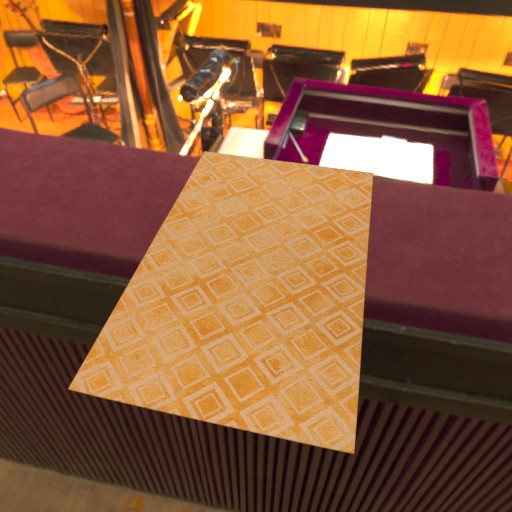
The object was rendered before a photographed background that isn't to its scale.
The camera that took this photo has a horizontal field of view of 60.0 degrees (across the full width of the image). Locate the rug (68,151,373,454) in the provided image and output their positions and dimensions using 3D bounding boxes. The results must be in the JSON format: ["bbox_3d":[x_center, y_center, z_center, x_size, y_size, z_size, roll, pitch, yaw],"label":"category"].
[{"bbox_3d":[0.000,0.000,3.074,1.511,0.010,2.424,9,45,9],"label":"rug"}]
